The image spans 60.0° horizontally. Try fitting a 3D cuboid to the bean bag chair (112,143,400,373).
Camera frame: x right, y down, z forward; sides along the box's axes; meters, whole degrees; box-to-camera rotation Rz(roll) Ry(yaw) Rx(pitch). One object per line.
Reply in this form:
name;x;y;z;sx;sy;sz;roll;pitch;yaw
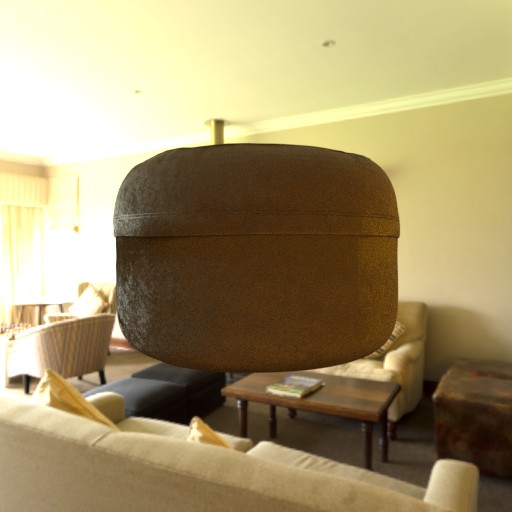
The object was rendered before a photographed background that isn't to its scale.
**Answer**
bean bag chair;0.000;0.000;1.492;0.918;0.605;0.918;0;1;0
